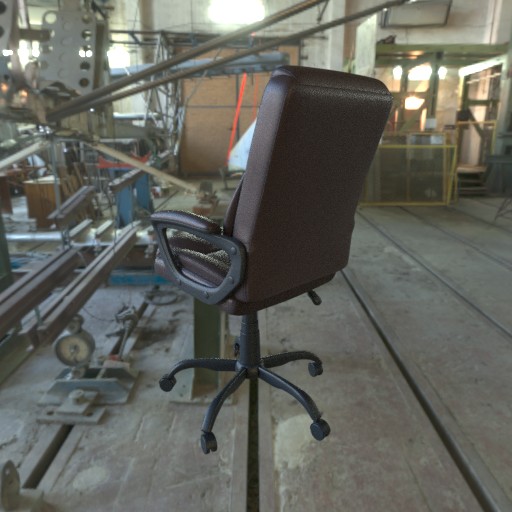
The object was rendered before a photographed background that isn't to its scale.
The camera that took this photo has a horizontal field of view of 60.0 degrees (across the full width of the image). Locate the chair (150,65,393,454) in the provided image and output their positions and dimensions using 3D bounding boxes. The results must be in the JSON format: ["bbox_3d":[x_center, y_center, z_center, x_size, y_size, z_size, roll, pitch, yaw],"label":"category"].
[{"bbox_3d":[0.000,0.000,1.434,0.655,1.072,0.615,15,22,42],"label":"chair"}]
